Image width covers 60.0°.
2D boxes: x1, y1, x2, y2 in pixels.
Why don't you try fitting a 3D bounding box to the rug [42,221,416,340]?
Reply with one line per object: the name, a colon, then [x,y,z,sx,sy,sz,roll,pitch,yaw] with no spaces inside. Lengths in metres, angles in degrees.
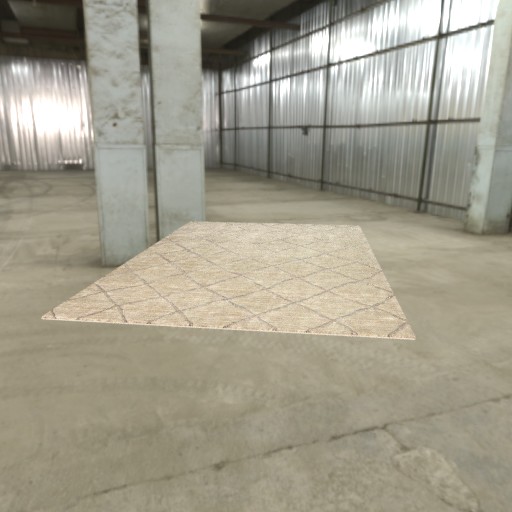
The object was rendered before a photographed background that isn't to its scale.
rug: [0.000,0.000,2.862,1.521,0.015,2.280,2,15,7]
